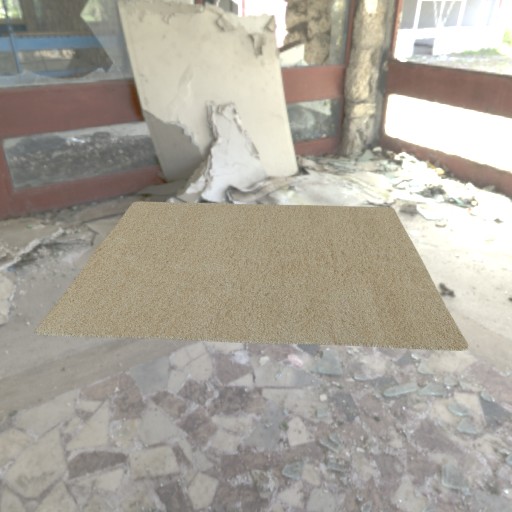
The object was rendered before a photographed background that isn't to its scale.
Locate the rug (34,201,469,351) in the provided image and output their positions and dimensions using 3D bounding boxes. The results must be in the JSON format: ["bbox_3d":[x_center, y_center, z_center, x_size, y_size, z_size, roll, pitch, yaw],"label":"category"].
[{"bbox_3d":[0.000,0.000,4.071,3.001,0.025,2.401,2,29,3],"label":"rug"}]
